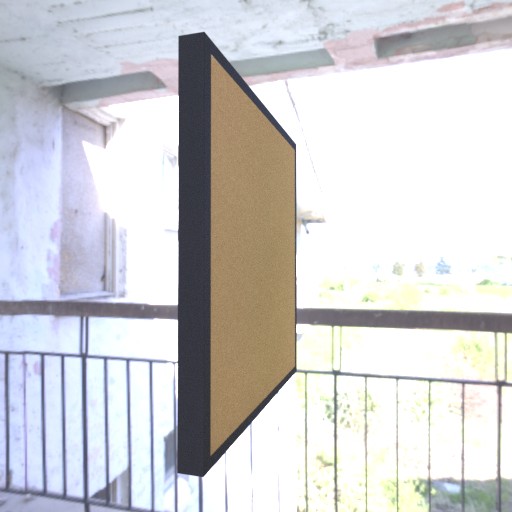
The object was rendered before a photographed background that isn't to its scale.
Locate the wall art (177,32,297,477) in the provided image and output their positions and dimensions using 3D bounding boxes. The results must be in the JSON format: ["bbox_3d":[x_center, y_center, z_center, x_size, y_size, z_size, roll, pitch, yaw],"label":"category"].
[{"bbox_3d":[0.000,0.000,0.752,0.033,0.507,0.508,0,-1,17],"label":"wall art"}]
